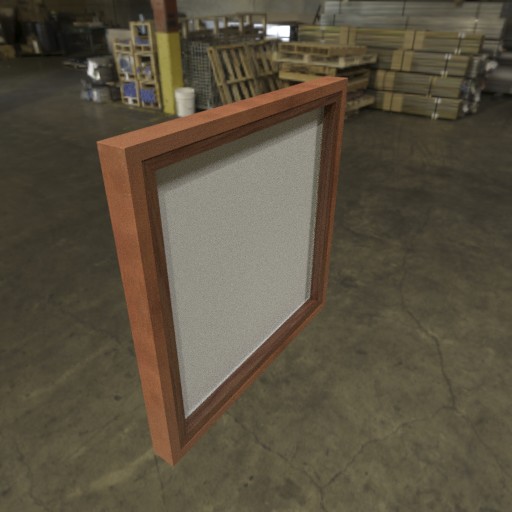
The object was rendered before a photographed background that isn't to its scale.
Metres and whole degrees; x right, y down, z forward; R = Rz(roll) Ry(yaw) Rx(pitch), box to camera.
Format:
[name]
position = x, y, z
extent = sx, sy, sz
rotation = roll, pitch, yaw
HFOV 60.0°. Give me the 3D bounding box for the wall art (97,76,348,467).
[wall art]
position = 0.000, 0.000, 0.598
extent = 0.035, 0.403, 0.403
rotation = 20, 36, 30
